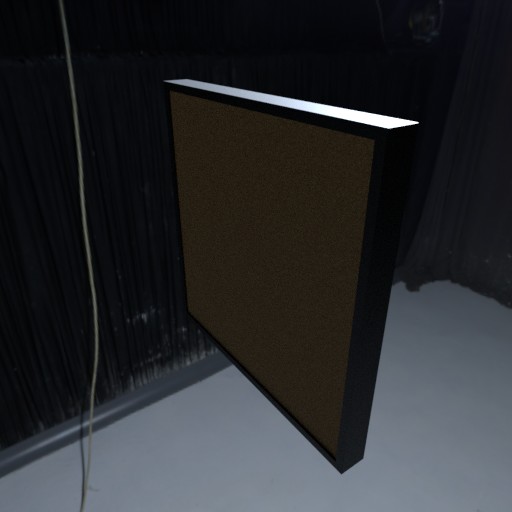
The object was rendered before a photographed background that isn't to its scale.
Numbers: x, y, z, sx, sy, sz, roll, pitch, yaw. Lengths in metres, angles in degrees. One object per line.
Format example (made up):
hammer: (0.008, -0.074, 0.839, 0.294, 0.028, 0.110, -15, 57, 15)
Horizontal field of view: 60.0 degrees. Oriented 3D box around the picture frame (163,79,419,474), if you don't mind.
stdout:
picture frame: (0.000, 0.000, 0.463, 0.030, 0.317, 0.317, -18, 32, -31)
